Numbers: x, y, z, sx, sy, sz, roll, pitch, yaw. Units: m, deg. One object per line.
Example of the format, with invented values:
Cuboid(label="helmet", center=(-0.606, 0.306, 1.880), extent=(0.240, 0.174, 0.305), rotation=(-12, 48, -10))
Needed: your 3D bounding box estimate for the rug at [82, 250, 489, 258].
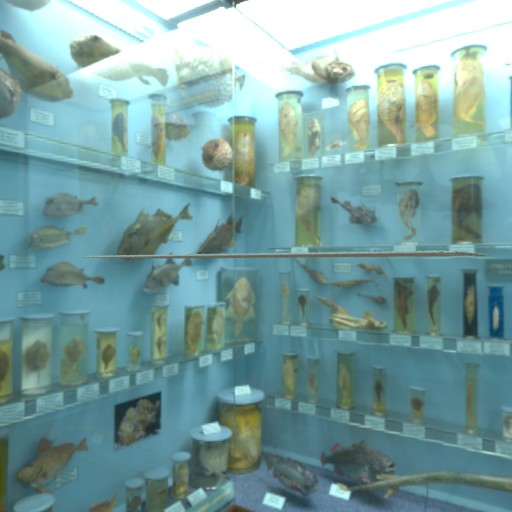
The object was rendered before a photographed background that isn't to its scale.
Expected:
Cuboid(label="rug", center=(0.000, 0.000, 2.727), extent=(2.480, 0.013, 0.786), rotation=(-1, -1, 35))
